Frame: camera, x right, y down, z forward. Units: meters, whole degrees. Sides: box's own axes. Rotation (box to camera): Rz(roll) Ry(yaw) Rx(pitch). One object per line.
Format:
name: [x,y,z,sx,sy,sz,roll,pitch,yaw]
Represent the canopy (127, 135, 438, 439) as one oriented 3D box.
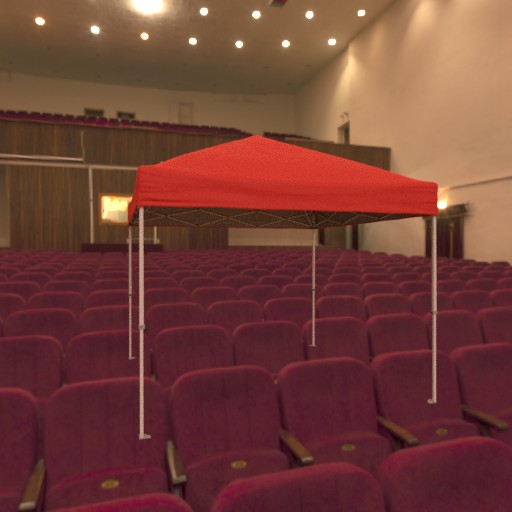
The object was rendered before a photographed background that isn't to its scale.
canopy: [0.000,0.000,5.505,2.998,2.997,2.996,0,0,-18]
